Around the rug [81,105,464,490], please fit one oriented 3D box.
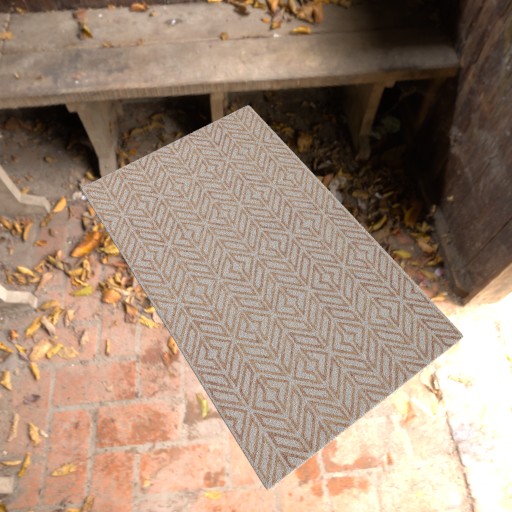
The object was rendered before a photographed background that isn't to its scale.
[{"bbox_3d":[0.000,0.000,3.059,1.523,0.008,2.438,-31,67,-15],"label":"rug"}]
